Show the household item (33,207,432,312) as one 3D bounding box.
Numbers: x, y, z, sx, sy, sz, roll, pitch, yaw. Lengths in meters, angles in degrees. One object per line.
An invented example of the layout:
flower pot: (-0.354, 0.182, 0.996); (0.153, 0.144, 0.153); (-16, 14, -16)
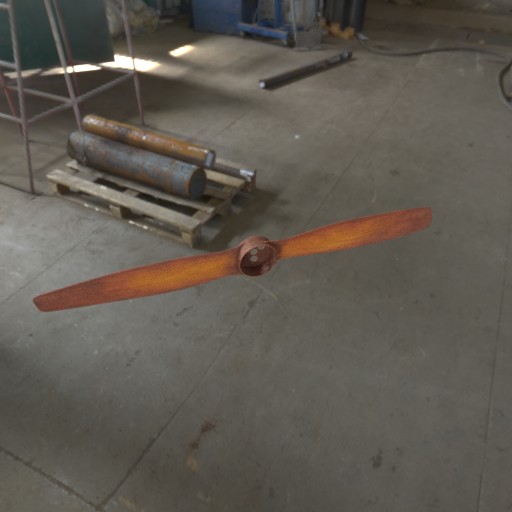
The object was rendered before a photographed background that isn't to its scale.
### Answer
household item: (0.000, 0.000, 1.267); (1.181, 0.121, 0.051); (-12, 42, -14)
